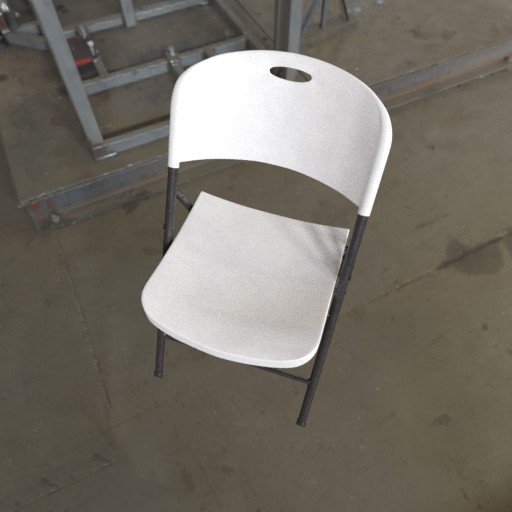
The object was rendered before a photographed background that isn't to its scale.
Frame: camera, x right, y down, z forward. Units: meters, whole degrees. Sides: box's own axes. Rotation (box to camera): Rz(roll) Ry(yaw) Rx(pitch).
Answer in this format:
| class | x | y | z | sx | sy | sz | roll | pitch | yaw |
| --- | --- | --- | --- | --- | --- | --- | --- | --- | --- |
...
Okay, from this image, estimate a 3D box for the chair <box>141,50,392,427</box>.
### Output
| class | x | y | z | sx | sy | sz | roll | pitch | yaw |
| --- | --- | --- | --- | --- | --- | --- | --- | --- | --- |
| chair | 0.000 | 0.000 | 1.152 | 0.494 | 0.810 | 0.566 | 16 | 59 | 10 |
